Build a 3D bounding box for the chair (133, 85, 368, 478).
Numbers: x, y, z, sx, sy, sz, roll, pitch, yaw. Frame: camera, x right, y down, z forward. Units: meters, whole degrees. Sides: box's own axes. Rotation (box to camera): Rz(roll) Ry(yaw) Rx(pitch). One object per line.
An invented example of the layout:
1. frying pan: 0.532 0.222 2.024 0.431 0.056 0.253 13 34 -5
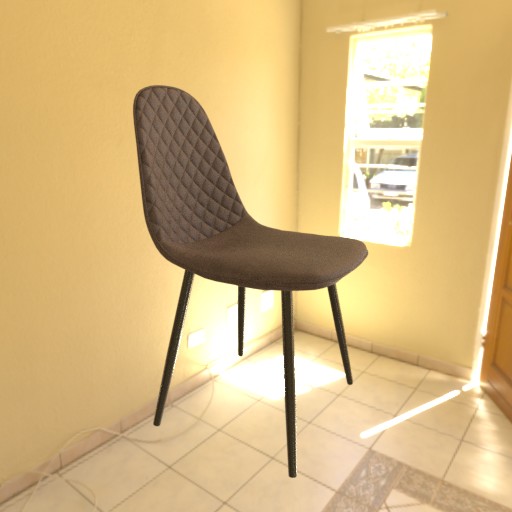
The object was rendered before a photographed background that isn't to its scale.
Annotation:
1. chair: 0.000 0.000 1.198 0.561 0.889 0.472 8 17 27
